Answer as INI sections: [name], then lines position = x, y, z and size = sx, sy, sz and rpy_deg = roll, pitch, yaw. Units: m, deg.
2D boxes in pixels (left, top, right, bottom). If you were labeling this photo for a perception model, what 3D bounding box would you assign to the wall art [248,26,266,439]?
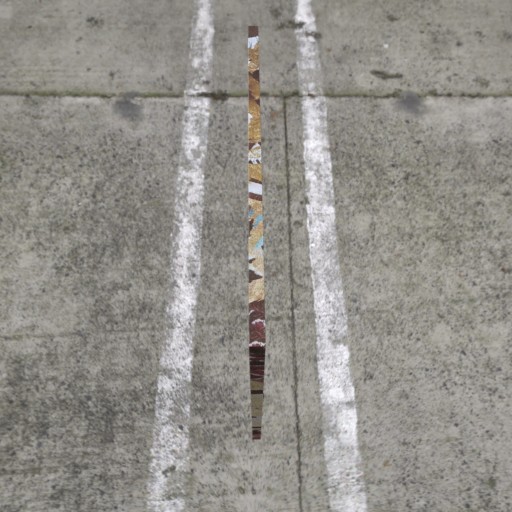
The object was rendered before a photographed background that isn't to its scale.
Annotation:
[wall art]
position = 0.000, 0.000, 1.131
size = 0.028, 0.762, 0.757
rpy_deg = -1, 59, 0
